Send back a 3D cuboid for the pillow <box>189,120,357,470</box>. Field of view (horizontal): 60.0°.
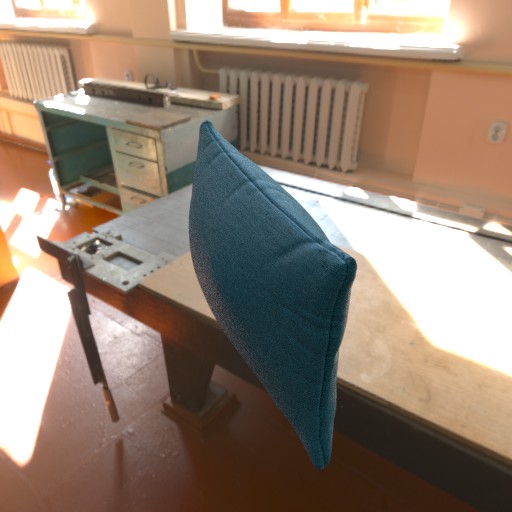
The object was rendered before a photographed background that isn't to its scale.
[{"bbox_3d":[0.000,0.000,0.790,0.210,0.338,0.633,-10,32,-17],"label":"pillow"}]
